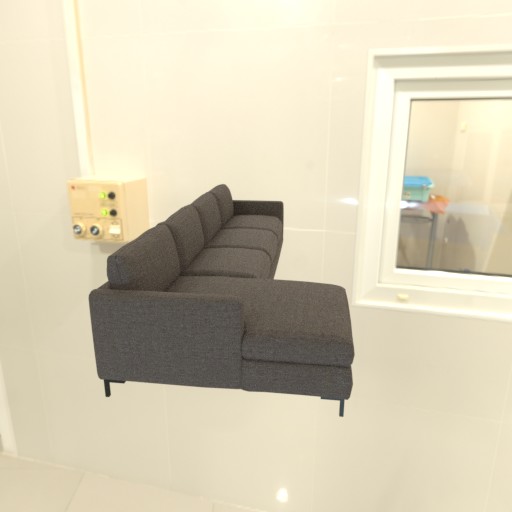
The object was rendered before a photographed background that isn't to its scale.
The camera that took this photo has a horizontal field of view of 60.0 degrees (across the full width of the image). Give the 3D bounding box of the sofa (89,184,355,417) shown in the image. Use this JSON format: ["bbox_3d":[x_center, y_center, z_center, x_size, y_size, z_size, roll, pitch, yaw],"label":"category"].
[{"bbox_3d":[0.000,0.000,3.319,1.258,0.754,2.731,2,17,7],"label":"sofa"}]
